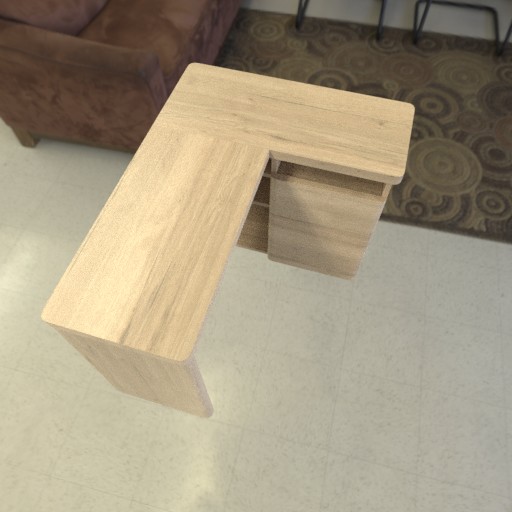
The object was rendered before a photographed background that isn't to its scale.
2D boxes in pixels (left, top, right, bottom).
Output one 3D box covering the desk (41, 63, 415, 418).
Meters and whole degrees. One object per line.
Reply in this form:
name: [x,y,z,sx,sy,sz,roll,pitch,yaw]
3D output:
desk: [0.000,0.000,1.758,0.900,0.760,1.169,14,60,9]
